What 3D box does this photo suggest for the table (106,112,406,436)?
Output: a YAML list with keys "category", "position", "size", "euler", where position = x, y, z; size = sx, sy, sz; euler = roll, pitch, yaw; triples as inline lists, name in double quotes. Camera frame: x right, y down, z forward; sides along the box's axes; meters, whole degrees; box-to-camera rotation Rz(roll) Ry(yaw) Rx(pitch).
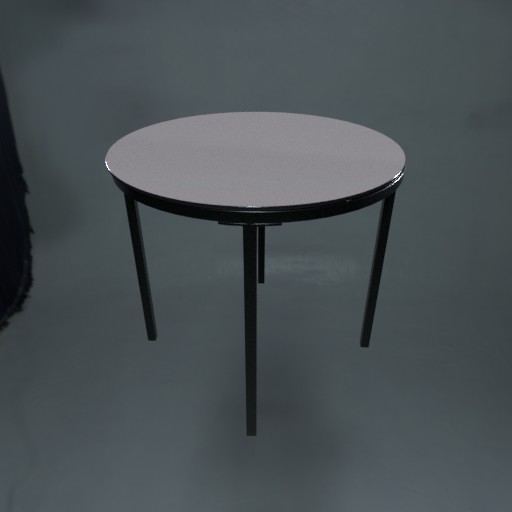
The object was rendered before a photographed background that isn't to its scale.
- category: "table"
  position: [0.000, 0.000, 0.879]
  size: [0.499, 0.443, 0.499]
  euler: [0, 31, 0]
